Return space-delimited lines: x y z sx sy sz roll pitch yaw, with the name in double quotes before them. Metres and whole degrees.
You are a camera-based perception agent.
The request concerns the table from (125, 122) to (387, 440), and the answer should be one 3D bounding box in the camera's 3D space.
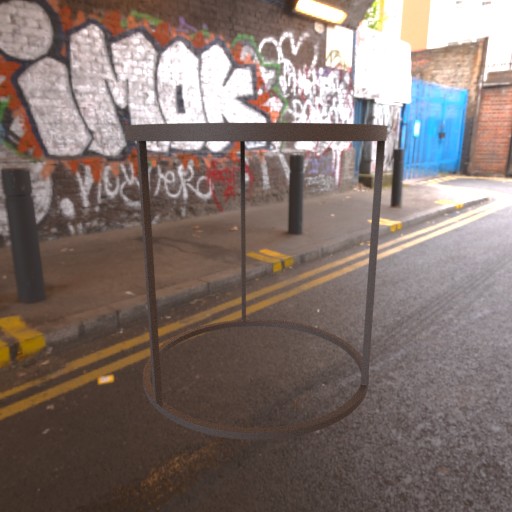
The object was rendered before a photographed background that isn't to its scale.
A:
"table" 0.000 0.000 0.888 0.470 0.498 0.470 0 15 0
